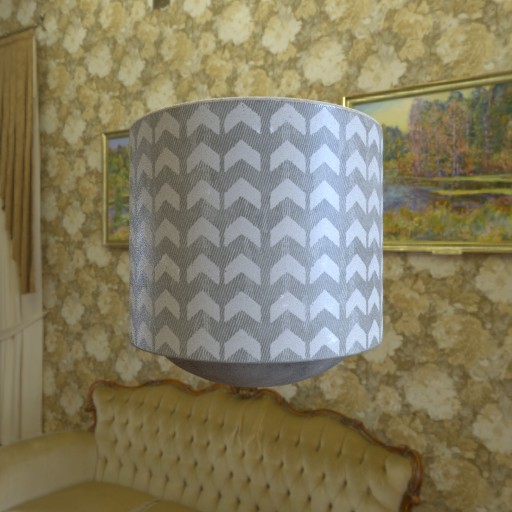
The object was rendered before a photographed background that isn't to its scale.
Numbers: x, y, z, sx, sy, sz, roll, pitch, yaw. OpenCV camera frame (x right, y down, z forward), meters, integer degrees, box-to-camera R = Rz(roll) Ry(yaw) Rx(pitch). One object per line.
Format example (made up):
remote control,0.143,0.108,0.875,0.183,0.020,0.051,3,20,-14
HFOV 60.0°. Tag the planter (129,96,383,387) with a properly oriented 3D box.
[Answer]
planter,0.000,0.000,0.455,0.250,0.239,0.250,0,0,0
